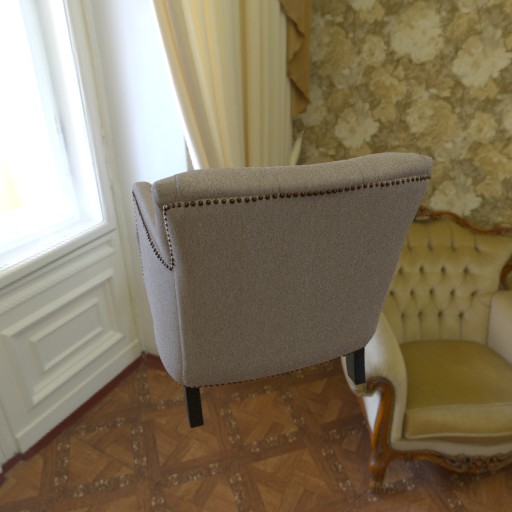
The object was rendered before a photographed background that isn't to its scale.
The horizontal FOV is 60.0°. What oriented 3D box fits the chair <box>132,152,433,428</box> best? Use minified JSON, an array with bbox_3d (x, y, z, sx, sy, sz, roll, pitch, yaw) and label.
[{"bbox_3d":[0.000,0.000,1.510,0.737,0.823,0.902,-9,28,-17],"label":"chair"}]
